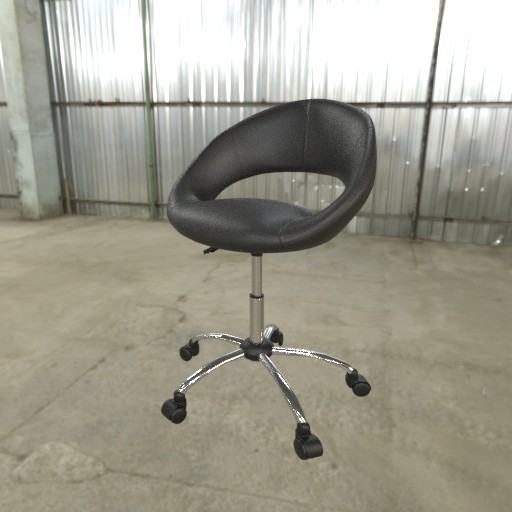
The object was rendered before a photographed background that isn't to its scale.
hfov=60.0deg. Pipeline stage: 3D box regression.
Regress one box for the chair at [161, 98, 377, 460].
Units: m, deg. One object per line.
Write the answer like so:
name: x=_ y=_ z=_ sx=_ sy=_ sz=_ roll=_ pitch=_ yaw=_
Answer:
chair: x=0.000 y=0.000 z=1.155 sx=0.612 sy=0.791 sz=0.538 roll=15 pitch=22 yaw=42
